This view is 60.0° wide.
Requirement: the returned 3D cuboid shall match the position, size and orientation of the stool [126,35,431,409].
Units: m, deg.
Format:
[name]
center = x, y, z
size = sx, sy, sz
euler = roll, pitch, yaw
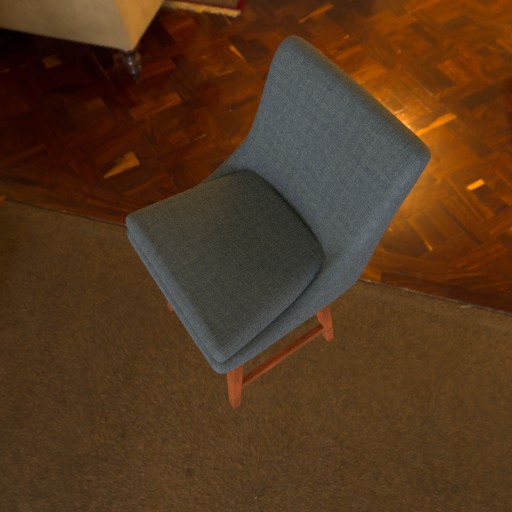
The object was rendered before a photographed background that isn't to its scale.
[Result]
[stool]
center = 0.000, 0.000, 1.194
size = 0.524, 0.895, 0.467
euler = -31, 66, -16
